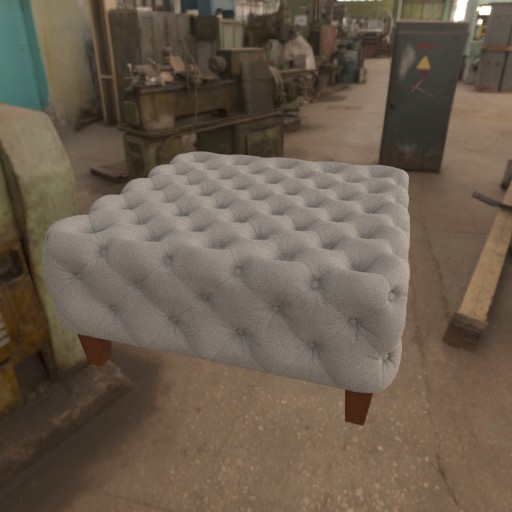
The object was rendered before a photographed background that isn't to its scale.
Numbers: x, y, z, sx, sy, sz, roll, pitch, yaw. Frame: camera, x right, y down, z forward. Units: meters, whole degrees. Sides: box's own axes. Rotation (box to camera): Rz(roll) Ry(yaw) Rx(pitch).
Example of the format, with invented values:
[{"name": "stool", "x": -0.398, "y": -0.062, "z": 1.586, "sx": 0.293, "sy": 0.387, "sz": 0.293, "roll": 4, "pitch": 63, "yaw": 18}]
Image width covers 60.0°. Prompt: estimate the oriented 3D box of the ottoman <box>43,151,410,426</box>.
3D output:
[{"name": "ottoman", "x": 0.000, "y": 0.000, "z": 1.423, "sx": 0.911, "sy": 0.439, "sz": 0.917, "roll": 8, "pitch": 28, "yaw": 15}]
